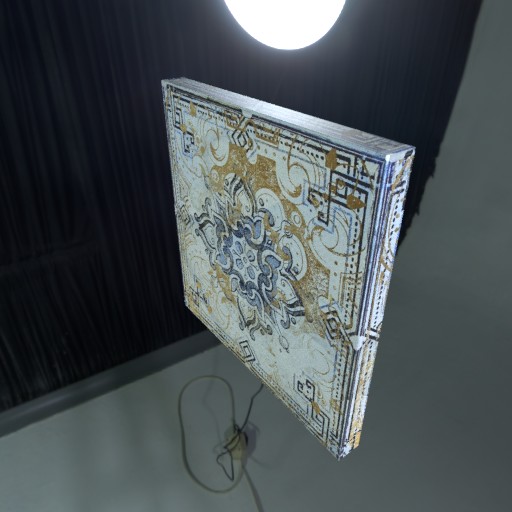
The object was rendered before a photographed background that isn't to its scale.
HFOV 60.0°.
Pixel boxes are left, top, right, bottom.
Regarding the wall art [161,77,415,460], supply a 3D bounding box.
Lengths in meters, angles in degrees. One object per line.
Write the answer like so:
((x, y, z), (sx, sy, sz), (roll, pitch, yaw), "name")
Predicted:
((0.000, 0.000, 0.619), (0.038, 0.410, 0.411), (-21, 38, -31), "wall art")
